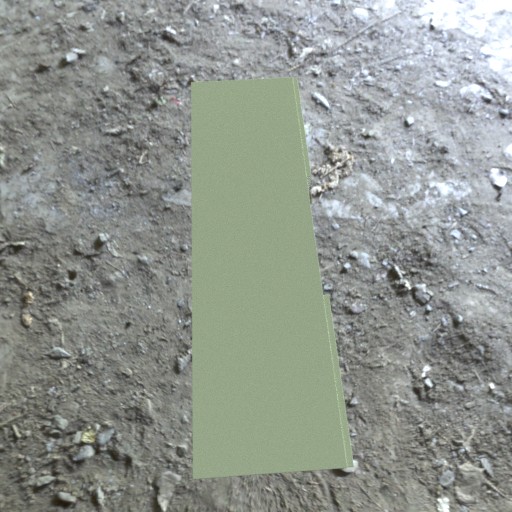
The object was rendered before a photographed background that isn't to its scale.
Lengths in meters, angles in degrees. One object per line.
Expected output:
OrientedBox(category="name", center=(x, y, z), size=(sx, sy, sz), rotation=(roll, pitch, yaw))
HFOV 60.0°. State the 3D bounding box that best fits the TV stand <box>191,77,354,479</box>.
OrientedBox(category="TV stand", center=(0.000, 0.000, 1.589), size=(0.420, 0.310, 1.400), rotation=(-3, 64, -2))
